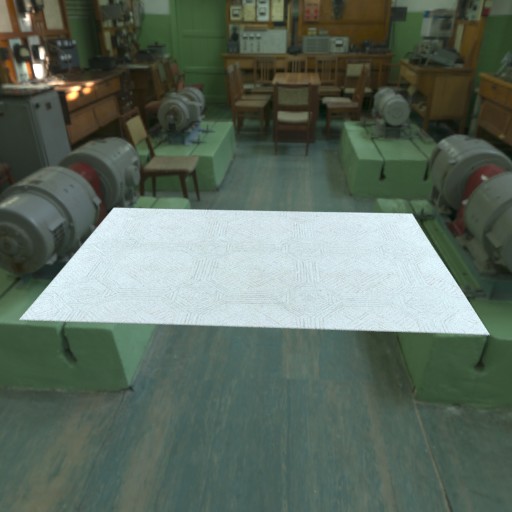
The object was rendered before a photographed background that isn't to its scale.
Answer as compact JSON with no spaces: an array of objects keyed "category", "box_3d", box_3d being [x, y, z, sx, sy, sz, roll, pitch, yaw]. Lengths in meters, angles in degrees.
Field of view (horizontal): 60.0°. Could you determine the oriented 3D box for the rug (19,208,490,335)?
[{"category":"rug","box_3d":[0.000,0.000,2.956,2.440,0.008,1.524,1,29,3]}]
